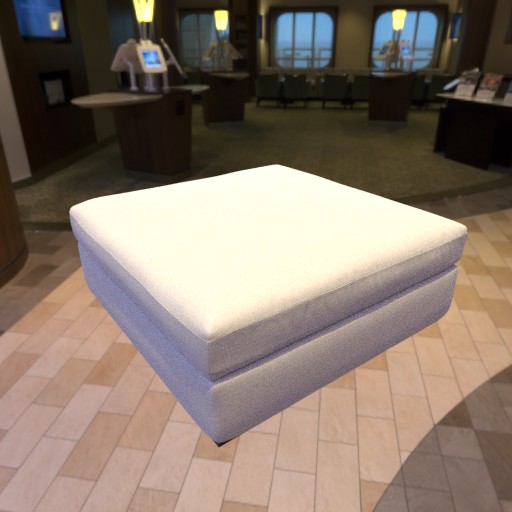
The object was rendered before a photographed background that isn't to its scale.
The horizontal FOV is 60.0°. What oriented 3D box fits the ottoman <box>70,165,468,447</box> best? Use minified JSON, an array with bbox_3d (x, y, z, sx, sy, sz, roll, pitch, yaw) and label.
[{"bbox_3d":[0.000,0.000,1.820,1.163,0.482,1.167,-18,31,-32],"label":"ottoman"}]
